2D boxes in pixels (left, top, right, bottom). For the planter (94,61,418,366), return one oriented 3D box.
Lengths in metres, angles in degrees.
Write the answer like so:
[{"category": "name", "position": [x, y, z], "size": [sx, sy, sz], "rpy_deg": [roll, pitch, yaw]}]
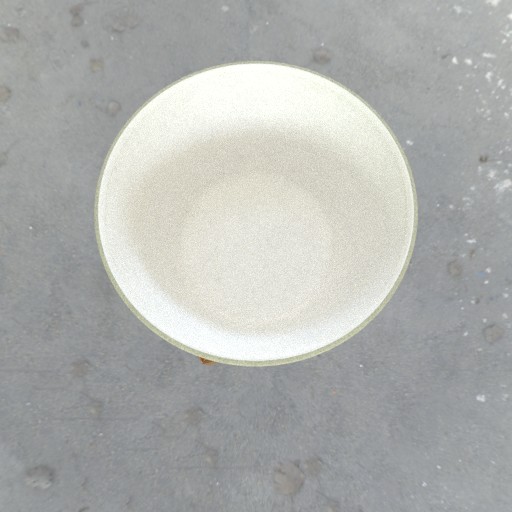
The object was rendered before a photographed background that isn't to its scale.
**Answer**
[{"category": "planter", "position": [0.000, 0.000, 0.723], "size": [0.350, 0.504, 0.350], "rpy_deg": [1, 76, 0]}]
